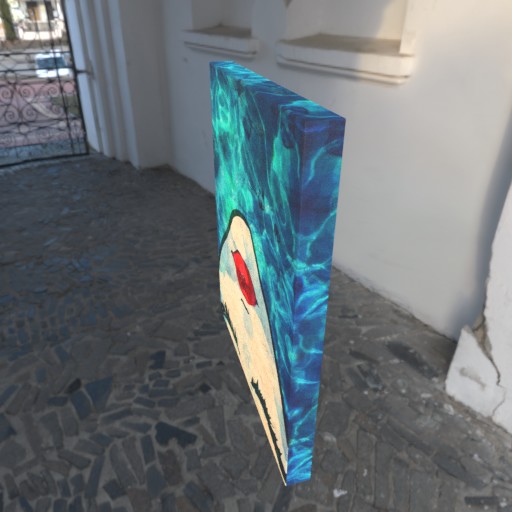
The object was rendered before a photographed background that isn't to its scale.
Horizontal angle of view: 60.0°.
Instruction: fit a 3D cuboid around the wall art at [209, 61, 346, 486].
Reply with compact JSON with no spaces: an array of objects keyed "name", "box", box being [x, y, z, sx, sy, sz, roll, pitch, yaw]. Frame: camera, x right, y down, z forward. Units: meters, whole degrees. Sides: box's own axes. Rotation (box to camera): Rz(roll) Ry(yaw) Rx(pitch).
[{"name":"wall art","box":[0.000,0.000,0.684,0.038,0.508,0.432,-8,31,-14]}]
